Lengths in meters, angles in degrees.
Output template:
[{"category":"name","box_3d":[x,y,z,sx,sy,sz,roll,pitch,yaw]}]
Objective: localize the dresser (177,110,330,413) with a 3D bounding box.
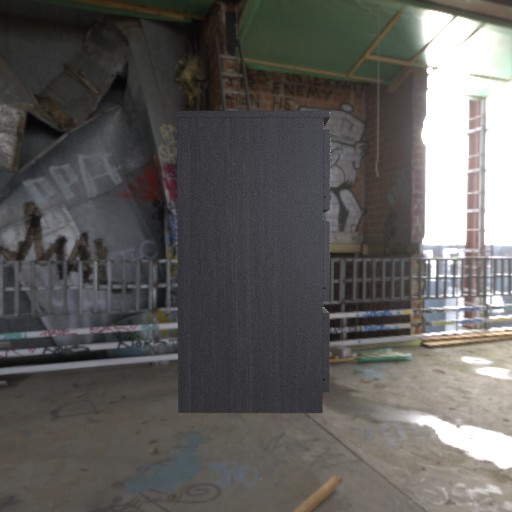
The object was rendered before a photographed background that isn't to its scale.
[{"category":"dresser","box_3d":[0.000,0.000,1.958,0.400,0.795,1.590,0,1,0]}]
